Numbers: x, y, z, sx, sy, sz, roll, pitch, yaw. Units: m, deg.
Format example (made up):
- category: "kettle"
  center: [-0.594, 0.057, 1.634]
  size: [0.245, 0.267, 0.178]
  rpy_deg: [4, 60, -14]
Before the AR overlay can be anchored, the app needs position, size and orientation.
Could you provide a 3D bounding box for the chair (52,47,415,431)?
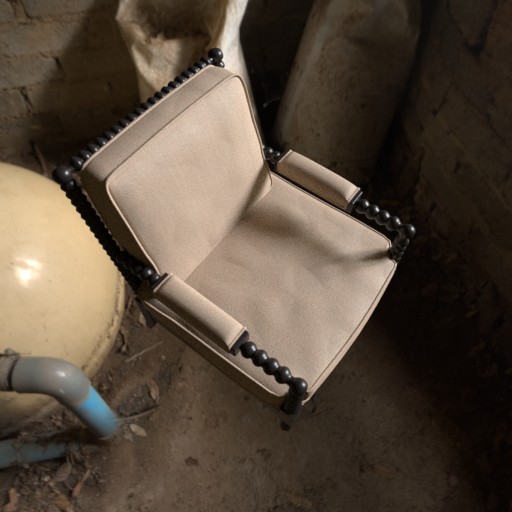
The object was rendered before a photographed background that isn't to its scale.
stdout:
- category: "chair"
  center: [0.000, 0.000, 1.184]
  size: [0.657, 0.703, 0.555]
  rpy_deg: [33, 65, 18]
